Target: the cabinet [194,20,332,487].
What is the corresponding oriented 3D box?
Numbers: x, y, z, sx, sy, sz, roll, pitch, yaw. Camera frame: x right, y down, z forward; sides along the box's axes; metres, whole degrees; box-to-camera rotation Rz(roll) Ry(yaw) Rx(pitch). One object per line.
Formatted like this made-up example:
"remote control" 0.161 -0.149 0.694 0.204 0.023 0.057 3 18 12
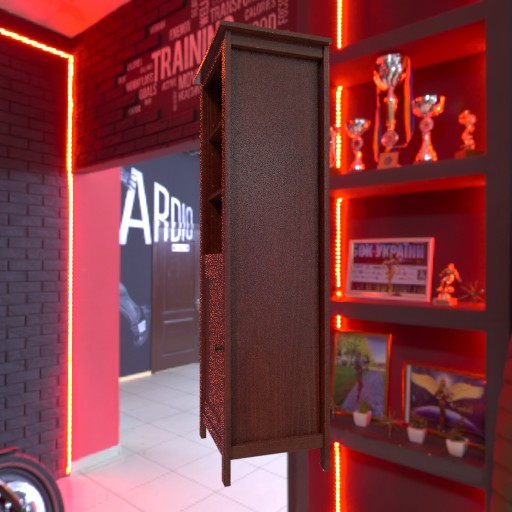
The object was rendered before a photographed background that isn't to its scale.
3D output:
"cabinet" 0.000 0.000 1.718 0.401 1.518 0.500 0 -1 -17
